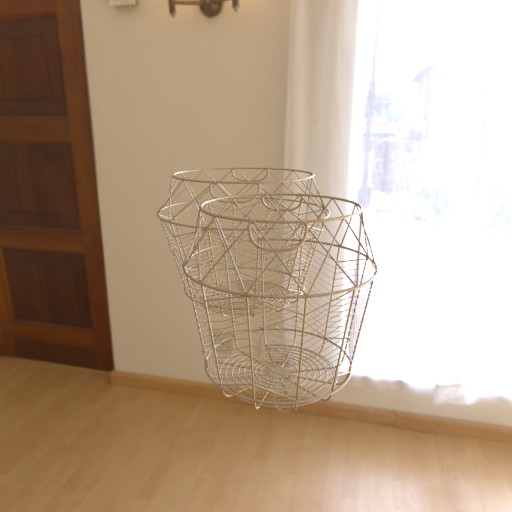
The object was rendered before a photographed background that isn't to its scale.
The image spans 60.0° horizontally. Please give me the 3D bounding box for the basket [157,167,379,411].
[{"bbox_3d":[0.000,0.000,1.026,0.451,0.343,0.805,-3,16,-10],"label":"basket"}]
